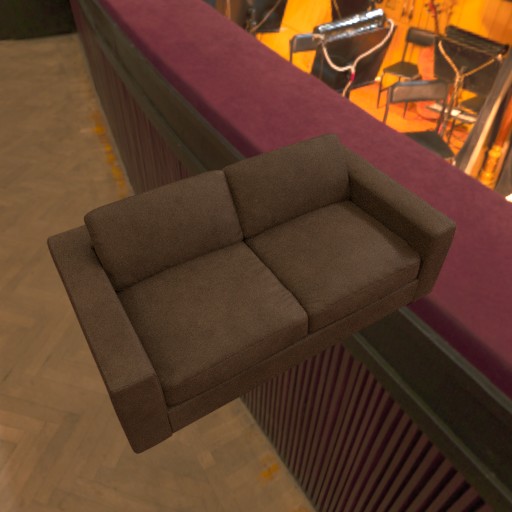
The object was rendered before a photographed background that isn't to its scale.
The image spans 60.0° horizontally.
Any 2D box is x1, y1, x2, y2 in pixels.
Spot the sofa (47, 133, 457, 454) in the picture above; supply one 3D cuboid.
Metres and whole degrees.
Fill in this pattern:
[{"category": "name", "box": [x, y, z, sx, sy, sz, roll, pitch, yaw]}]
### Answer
[{"category": "sofa", "box": [0.000, 0.000, 2.433, 1.920, 0.800, 1.070, -23, 48, -22]}]
